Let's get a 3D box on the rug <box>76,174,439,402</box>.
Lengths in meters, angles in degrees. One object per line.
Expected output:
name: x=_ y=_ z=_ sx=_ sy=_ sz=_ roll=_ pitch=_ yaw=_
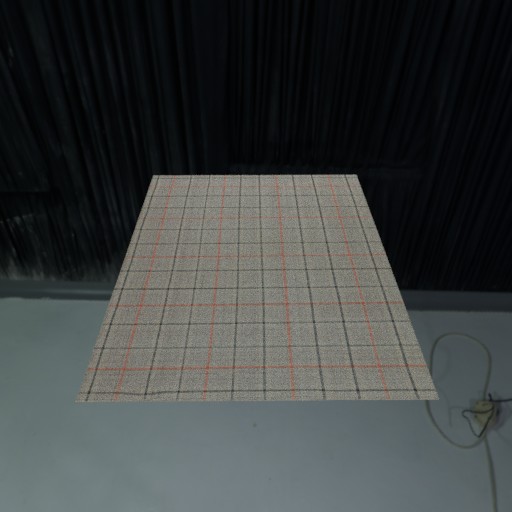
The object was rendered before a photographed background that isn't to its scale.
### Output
rug: x=0.000 y=0.000 z=4.146 sx=2.444 sy=0.012 sz=3.048 roll=0 pitch=40 yaw=0
